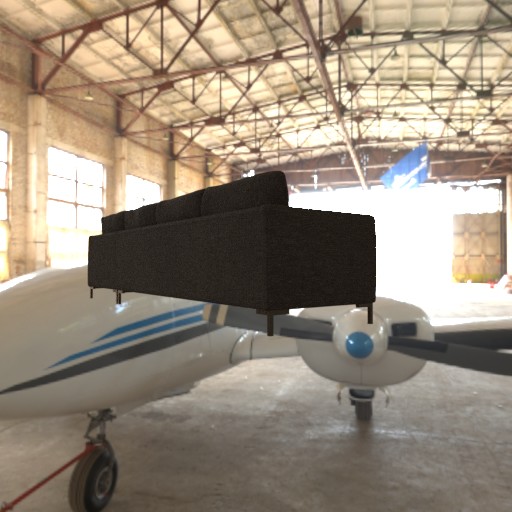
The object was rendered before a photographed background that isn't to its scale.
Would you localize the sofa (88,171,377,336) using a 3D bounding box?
[{"bbox_3d":[0.000,0.000,3.801,2.007,0.815,2.949,1,-1,-36],"label":"sofa"}]
